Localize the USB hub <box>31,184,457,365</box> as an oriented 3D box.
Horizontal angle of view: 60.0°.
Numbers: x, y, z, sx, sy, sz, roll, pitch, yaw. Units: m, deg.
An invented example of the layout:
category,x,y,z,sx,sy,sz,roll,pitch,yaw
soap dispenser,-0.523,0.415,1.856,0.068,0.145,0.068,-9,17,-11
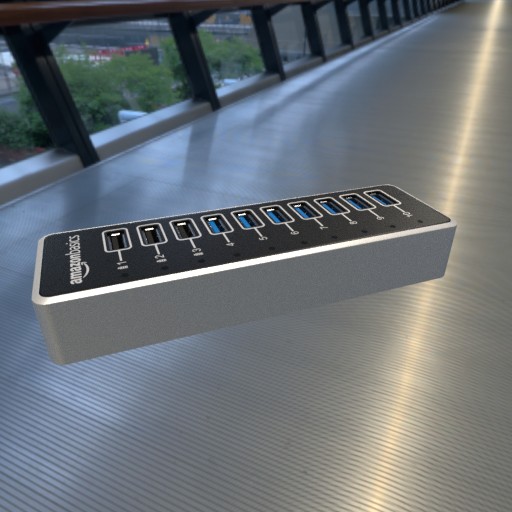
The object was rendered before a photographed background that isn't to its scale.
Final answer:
category,x,y,z,sx,sy,sz,roll,pitch,yaw
USB hub,0.000,0.000,0.163,0.145,0.023,0.044,-11,32,-17
